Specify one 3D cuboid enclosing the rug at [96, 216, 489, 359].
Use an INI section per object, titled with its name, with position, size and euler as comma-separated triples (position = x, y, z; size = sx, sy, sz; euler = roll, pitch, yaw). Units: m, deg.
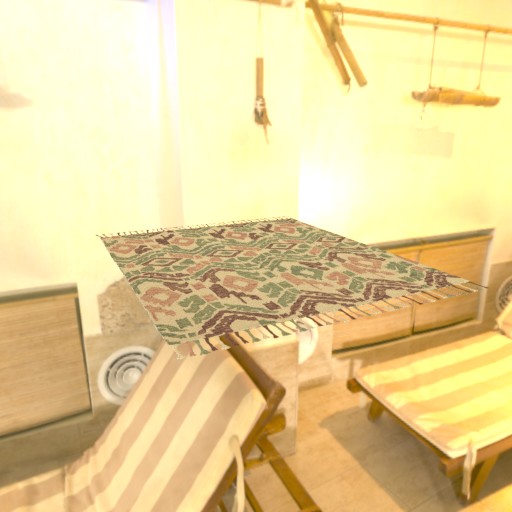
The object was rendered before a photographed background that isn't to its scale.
[rug]
position = 0.000, 0.000, 4.066
size = 2.438, 0.010, 3.048
euler = -8, 18, -25
